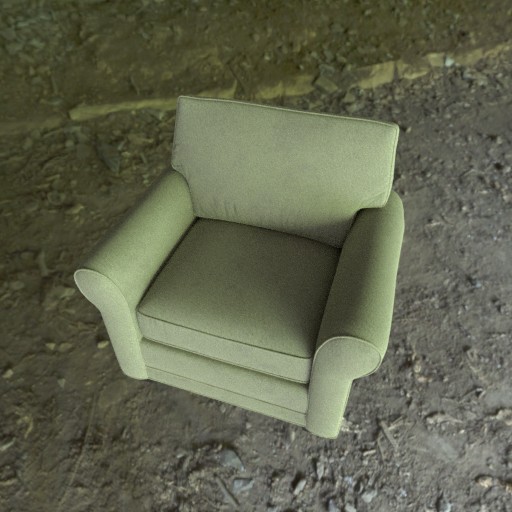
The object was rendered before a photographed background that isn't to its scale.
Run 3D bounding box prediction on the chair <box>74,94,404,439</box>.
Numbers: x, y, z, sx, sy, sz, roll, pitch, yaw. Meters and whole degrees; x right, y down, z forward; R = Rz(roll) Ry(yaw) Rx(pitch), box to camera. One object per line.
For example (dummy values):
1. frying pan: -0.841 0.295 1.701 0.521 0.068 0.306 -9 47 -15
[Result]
1. chair: 0.000 0.000 1.890 1.147 1.044 0.939 13 44 13
